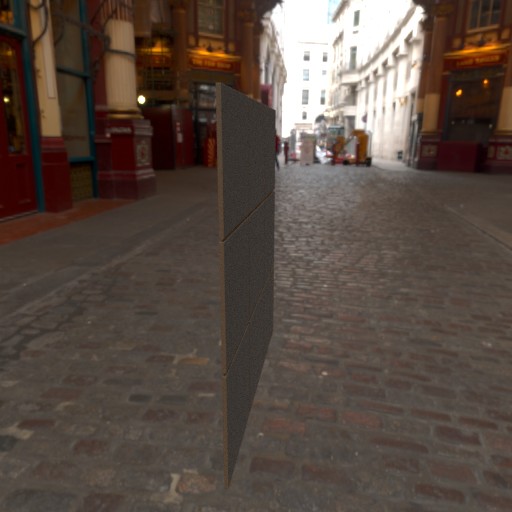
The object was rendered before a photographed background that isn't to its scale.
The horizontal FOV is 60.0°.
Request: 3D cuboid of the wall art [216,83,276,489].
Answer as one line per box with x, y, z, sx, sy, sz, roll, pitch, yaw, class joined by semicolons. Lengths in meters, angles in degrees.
0.000;0.000;2.301;0.017;1.521;1.527;2;15;9;wall art
